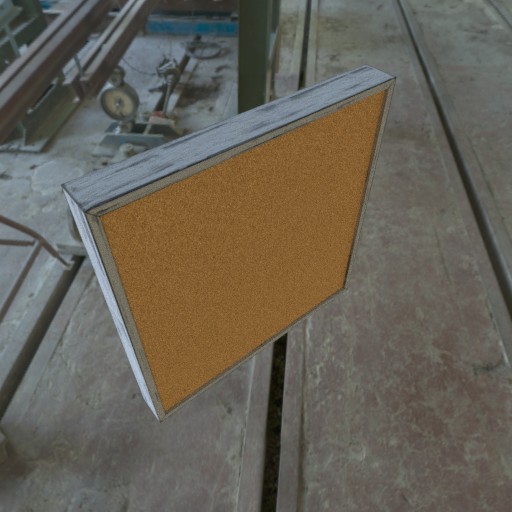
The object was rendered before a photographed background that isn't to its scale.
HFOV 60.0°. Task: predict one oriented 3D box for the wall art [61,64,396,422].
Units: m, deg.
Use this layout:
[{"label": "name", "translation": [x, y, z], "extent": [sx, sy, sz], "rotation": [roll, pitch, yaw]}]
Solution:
[{"label": "wall art", "translation": [0.000, 0.000, 0.458], "extent": [0.303, 0.303, 0.036], "rotation": [-30, 53, -26]}]
